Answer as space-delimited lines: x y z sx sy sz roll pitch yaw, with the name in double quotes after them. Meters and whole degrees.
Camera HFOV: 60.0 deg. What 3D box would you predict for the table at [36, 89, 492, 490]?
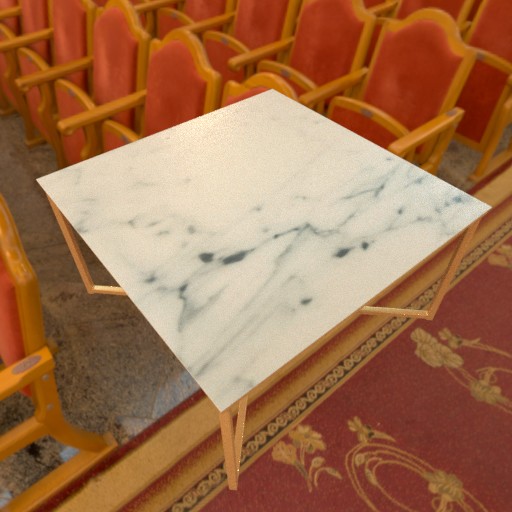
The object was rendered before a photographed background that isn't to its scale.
0.000 0.000 1.256 0.800 0.450 0.800 -31 53 -26 "table"
